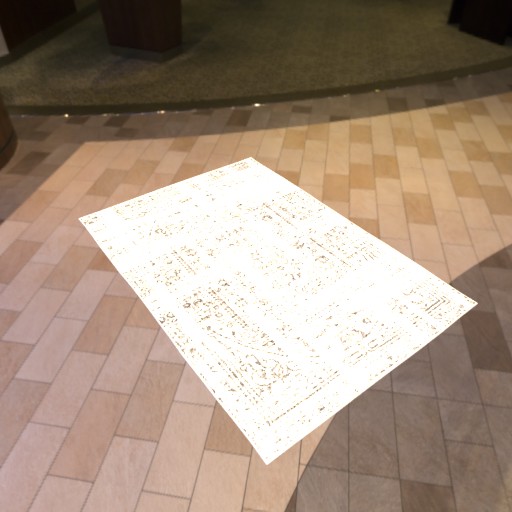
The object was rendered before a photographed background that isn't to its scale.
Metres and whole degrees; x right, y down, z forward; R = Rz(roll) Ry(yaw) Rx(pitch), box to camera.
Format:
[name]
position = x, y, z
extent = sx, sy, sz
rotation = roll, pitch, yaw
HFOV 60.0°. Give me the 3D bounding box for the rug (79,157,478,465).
[rug]
position = 0.000, 0.000, 3.158
extent = 1.706, 0.026, 2.438
rotation = -26, 47, -27
